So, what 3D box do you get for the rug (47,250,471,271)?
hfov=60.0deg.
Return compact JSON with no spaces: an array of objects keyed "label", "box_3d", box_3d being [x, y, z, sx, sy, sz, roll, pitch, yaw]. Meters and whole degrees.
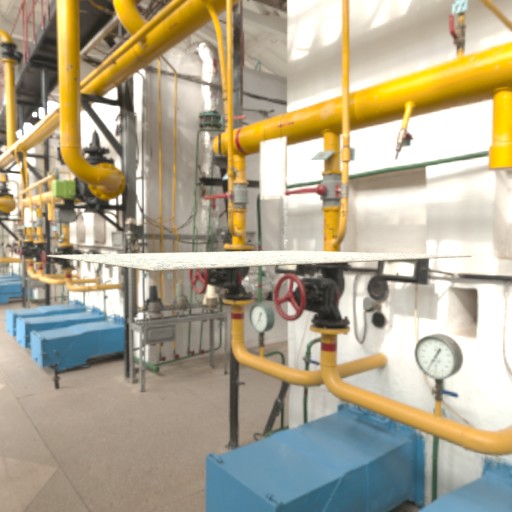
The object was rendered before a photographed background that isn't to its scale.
[{"label":"rug","box_3d":[0.000,0.000,3.960,2.980,0.012,2.363,-2,3,-37]}]
